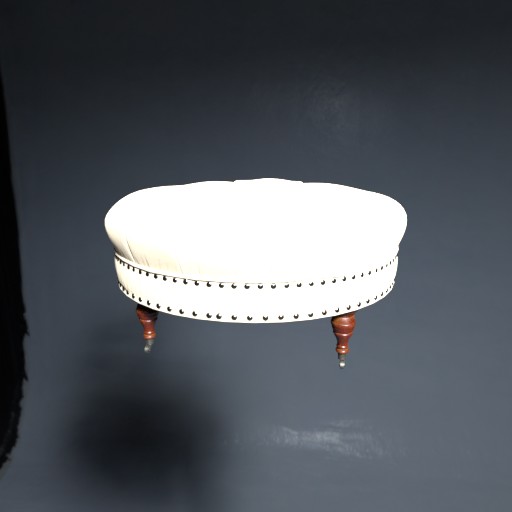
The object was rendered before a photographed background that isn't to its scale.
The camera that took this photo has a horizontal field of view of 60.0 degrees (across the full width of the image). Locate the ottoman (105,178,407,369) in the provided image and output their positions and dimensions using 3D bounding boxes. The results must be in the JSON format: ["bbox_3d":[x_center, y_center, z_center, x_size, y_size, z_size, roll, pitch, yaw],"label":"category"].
[{"bbox_3d":[0.000,0.000,1.404,0.901,0.439,0.901,0,15,0],"label":"ottoman"}]
